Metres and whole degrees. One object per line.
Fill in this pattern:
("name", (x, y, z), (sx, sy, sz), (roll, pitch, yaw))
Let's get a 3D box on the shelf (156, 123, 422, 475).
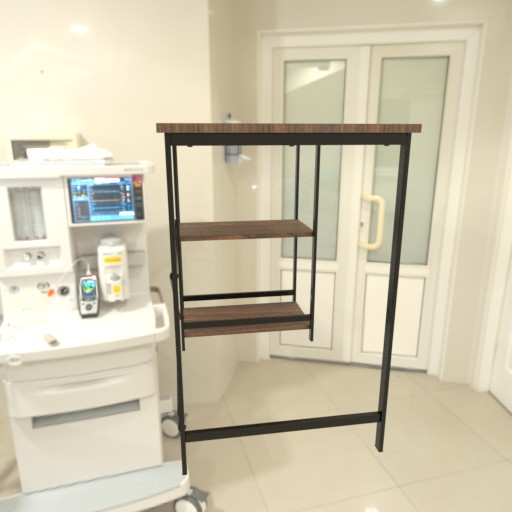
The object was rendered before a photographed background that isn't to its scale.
("shelf", (0.000, 0.000, 1.338), (0.498, 0.750, 0.902), (-2, 16, -9))
